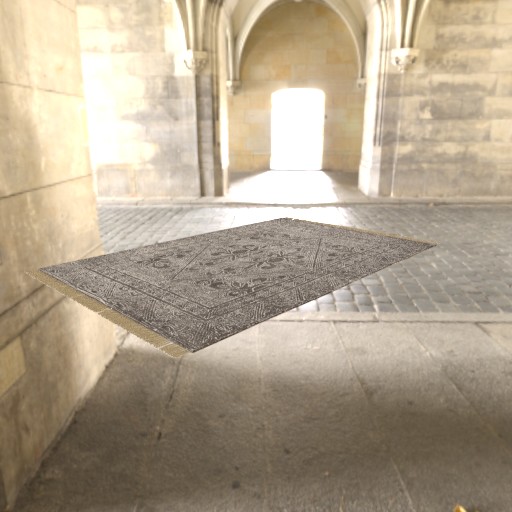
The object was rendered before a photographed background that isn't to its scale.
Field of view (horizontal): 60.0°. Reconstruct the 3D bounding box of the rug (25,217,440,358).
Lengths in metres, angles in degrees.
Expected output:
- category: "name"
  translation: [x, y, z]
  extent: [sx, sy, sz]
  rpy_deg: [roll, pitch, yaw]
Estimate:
- category: "rug"
  translation: [0.000, 0.000, 2.998]
  extent: [1.529, 0.010, 2.440]
  rpy_deg: [15, 22, 42]
